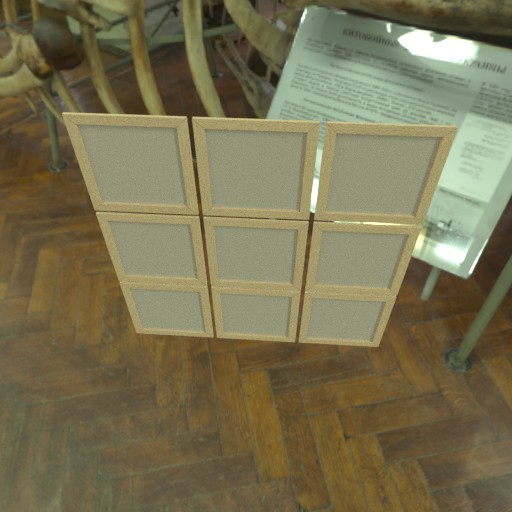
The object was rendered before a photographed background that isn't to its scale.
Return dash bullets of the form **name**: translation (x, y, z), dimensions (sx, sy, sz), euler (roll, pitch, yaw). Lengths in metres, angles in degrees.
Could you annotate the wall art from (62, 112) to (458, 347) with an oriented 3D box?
- **wall art**: translation (0.000, 0.000, 2.242), dimensions (1.519, 1.507, 0.014), euler (3, 46, 3)
